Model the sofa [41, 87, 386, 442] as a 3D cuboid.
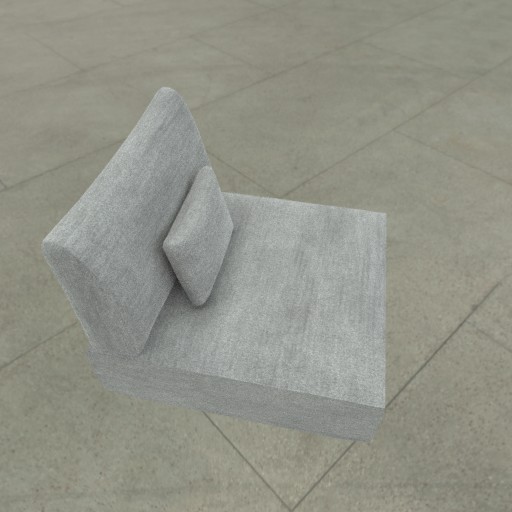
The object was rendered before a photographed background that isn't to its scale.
[{"bbox_3d":[0.000,0.000,1.659,1.000,0.820,0.930,9,47,8],"label":"sofa"}]
